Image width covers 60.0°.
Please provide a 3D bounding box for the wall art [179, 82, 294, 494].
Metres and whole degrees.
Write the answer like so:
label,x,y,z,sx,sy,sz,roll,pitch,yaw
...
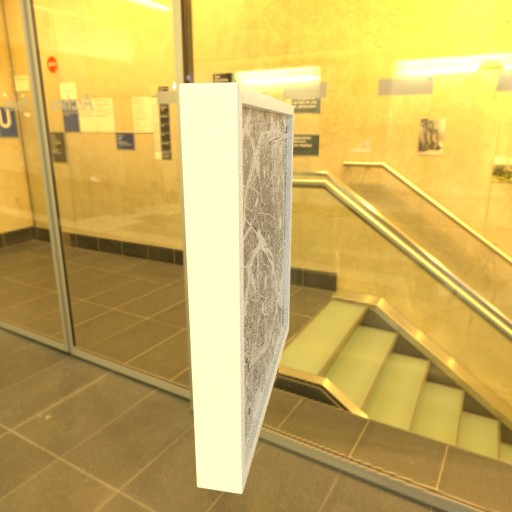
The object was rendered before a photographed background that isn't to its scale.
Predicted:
label,x,y,z,sx,sy,sz,roll,pitch,yaw
wall art,0.000,0.000,0.454,0.038,0.305,0.305,3,16,11
